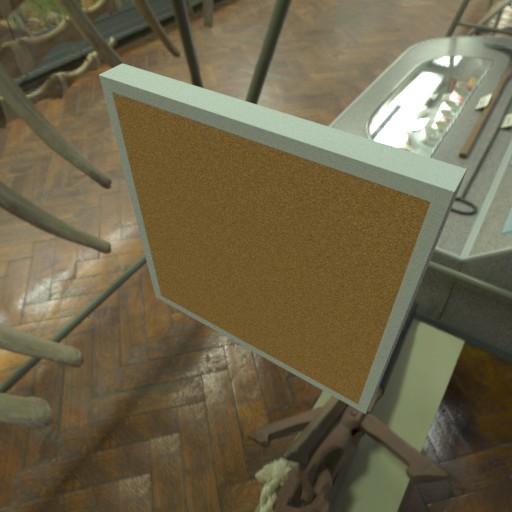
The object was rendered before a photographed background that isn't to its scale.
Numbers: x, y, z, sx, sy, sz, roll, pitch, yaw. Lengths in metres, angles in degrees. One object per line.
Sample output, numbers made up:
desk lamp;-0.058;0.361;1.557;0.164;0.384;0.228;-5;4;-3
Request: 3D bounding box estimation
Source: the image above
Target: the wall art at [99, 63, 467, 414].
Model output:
wall art;0.000;0.000;0.591;0.406;0.406;0.038;25;51;22
